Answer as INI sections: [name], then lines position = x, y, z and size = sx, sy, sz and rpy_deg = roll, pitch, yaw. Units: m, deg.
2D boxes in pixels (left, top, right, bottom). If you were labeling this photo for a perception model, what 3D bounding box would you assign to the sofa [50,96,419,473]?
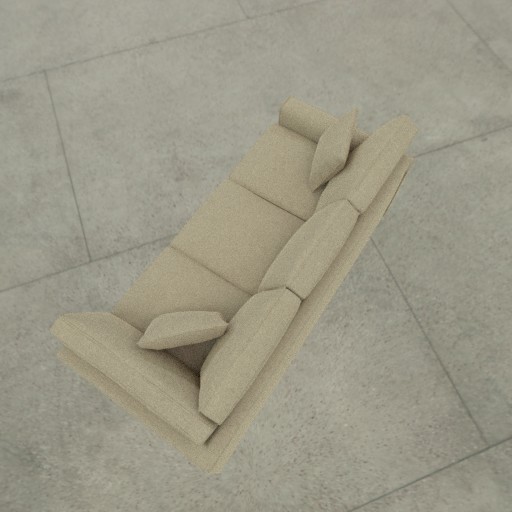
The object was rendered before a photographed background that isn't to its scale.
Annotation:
[sofa]
position = 0.000, 0.000, 2.814
size = 1.061, 0.962, 2.317
rpy_deg = 31, 68, 14
